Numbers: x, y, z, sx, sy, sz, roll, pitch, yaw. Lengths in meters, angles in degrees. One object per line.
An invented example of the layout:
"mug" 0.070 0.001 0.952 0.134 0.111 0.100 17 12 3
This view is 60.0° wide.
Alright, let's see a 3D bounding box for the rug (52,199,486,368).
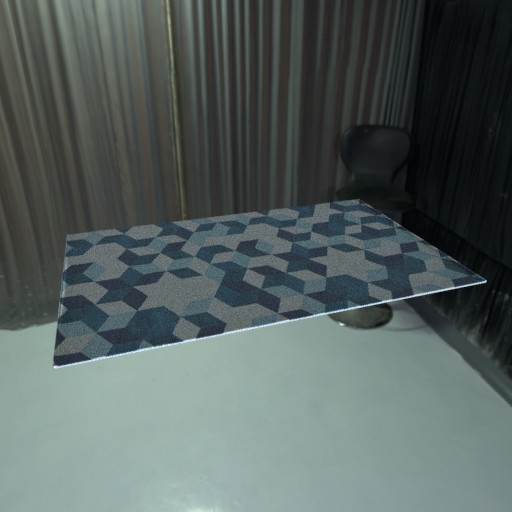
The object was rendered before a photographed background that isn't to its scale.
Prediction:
"rug" 0.000 0.000 2.979 2.438 0.015 1.518 -9 28 -16
